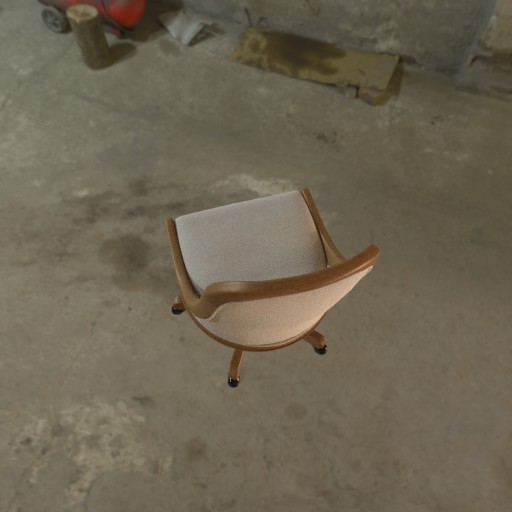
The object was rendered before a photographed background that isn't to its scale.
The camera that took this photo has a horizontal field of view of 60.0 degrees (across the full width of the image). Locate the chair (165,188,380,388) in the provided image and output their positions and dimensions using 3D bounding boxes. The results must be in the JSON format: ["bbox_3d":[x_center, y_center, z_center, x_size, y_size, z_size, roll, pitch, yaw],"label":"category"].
[{"bbox_3d":[0.000,0.000,1.530,0.702,1.009,0.811,-14,59,-9],"label":"chair"}]
